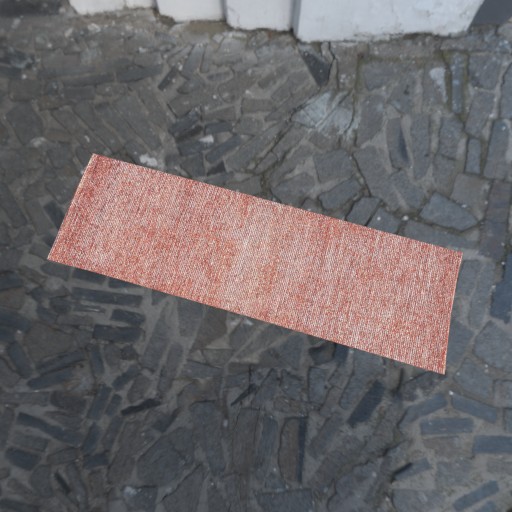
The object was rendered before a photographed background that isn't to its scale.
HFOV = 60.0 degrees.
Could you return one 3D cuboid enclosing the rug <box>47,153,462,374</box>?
[{"bbox_3d":[0.000,0.000,2.602,2.353,0.013,0.718,16,75,4],"label":"rug"}]
